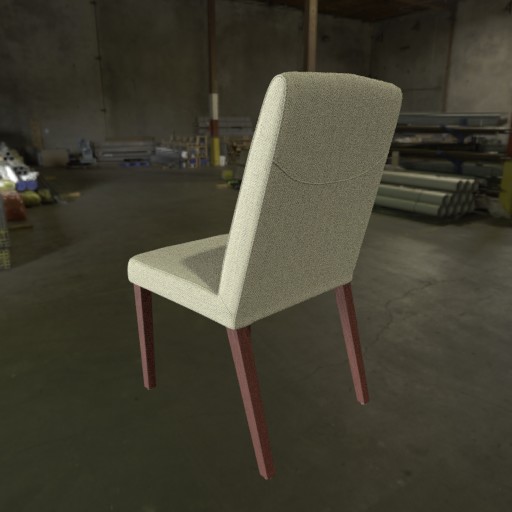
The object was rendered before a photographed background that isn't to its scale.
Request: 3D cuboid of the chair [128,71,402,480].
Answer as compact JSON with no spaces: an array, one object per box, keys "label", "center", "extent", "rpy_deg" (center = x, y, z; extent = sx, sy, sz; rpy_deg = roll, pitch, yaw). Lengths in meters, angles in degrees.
[{"label":"chair","center":[0.000,0.000,1.231],"extent":[0.480,0.900,0.594],"rpy_deg":[-16,23,-42]}]
